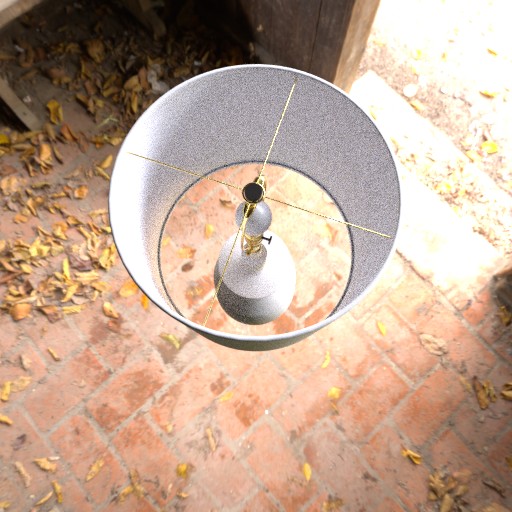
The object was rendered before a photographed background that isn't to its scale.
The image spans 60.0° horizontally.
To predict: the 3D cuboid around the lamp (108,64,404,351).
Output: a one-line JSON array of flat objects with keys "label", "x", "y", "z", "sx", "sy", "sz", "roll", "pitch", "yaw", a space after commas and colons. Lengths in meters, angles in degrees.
[{"label": "lamp", "x": 0.000, "y": 0.000, "z": 0.708, "sx": 0.301, "sy": 0.533, "sz": 0.301, "roll": 19, "pitch": 76, "yaw": 5}]
